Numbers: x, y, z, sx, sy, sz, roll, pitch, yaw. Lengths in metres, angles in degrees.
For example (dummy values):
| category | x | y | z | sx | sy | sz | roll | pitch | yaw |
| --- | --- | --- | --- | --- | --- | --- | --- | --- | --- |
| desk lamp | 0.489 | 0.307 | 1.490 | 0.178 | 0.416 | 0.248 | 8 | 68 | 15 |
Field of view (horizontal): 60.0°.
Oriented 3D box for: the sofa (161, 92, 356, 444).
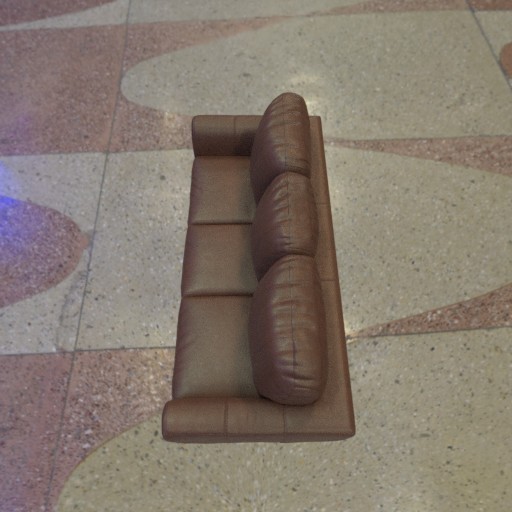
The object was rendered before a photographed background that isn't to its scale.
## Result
| category | x | y | z | sx | sy | sz | roll | pitch | yaw |
| --- | --- | --- | --- | --- | --- | --- | --- | --- | --- |
| sofa | 0.000 | 0.000 | 2.363 | 0.802 | 0.915 | 1.862 | 0 | 59 | 0 |
